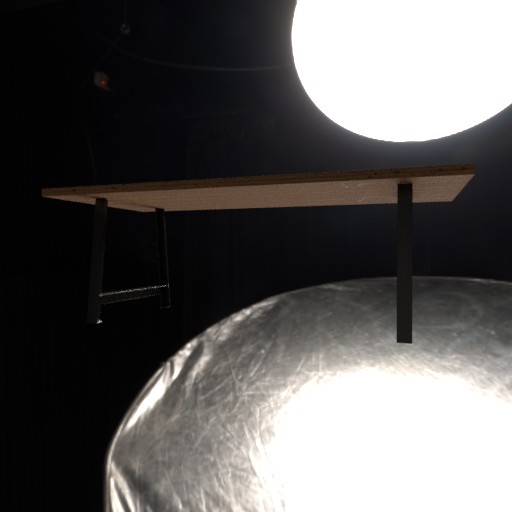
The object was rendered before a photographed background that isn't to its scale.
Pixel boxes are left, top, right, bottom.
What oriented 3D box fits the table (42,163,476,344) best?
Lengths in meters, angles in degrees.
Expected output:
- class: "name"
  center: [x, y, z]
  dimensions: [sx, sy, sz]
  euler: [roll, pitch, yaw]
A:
- class: "table"
  center: [0.000, 0.000, 2.603]
  dimensions: [2.200, 0.757, 1.000]
  euler: [0, 1, 19]
